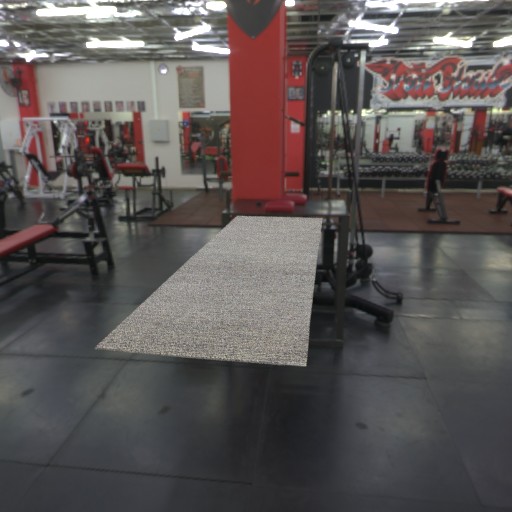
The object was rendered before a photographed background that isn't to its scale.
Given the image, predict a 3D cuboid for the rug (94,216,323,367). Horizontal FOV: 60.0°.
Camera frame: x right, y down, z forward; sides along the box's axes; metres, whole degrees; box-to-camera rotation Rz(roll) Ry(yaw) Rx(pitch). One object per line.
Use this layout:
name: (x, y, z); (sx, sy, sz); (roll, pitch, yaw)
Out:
rug: (0.000, 0.000, 2.502); (0.697, 0.013, 2.335); (3, 16, 9)
